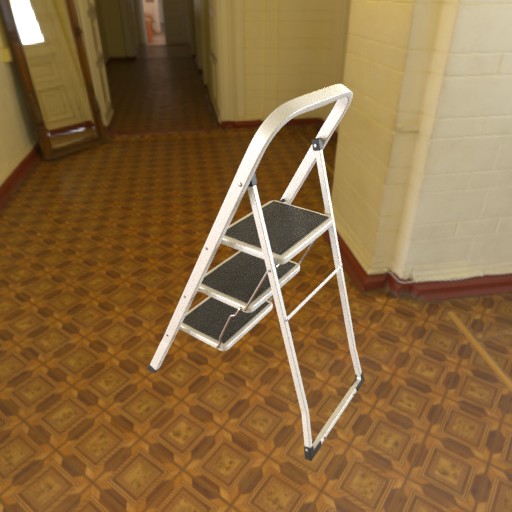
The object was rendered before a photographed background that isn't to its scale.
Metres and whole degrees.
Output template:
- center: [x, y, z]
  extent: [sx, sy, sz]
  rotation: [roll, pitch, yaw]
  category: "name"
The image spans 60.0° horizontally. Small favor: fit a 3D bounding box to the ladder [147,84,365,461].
- center: [0.000, 0.000, 1.422]
  extent: [0.711, 1.050, 0.460]
  rotation: [20, 37, 30]
  category: "ladder"
